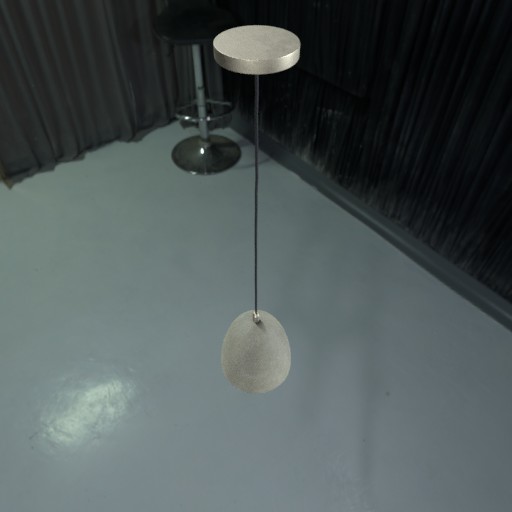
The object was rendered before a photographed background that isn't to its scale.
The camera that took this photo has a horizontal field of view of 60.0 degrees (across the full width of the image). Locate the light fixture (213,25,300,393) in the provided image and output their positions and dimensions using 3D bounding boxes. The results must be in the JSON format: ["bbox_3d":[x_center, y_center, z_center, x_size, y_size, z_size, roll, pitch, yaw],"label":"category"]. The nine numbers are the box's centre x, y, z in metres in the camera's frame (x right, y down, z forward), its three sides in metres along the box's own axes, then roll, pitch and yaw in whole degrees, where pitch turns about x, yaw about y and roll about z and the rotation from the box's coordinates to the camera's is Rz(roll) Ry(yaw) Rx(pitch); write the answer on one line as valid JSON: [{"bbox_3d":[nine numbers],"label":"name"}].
[{"bbox_3d":[0.000,0.000,0.813,0.170,0.759,0.170,-32,55,-26],"label":"light fixture"}]
